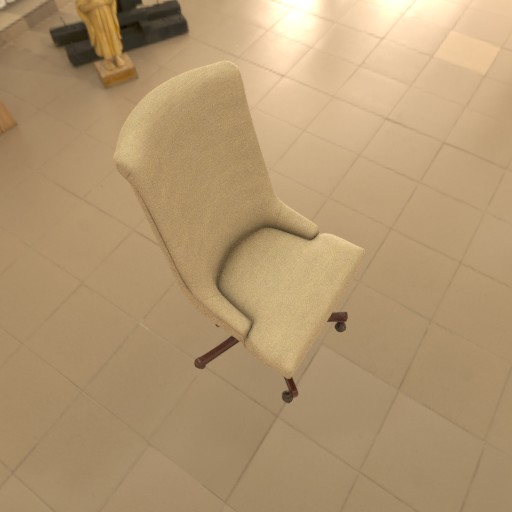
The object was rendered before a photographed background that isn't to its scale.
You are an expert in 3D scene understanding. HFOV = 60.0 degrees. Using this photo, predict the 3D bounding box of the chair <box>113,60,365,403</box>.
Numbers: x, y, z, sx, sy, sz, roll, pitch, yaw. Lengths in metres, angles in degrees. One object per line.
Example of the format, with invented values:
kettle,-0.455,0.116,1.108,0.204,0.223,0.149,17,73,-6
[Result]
chair,0.000,0.000,1.470,0.696,1.010,0.645,29,63,17
